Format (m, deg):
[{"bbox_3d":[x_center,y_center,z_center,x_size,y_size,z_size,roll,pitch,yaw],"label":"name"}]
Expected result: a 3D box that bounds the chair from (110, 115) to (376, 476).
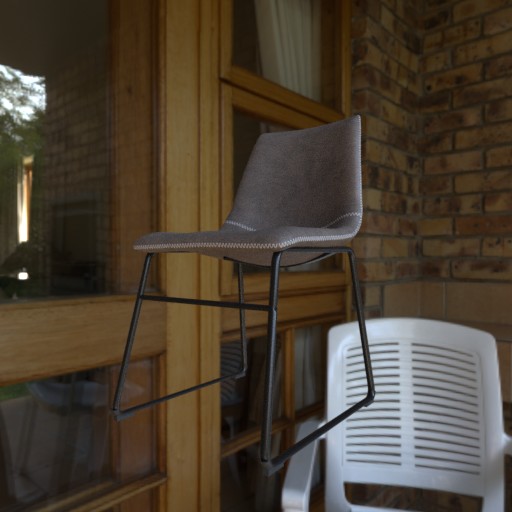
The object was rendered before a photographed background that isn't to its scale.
[{"bbox_3d":[0.000,0.000,1.128,0.460,0.780,0.550,0,0,36],"label":"chair"}]
